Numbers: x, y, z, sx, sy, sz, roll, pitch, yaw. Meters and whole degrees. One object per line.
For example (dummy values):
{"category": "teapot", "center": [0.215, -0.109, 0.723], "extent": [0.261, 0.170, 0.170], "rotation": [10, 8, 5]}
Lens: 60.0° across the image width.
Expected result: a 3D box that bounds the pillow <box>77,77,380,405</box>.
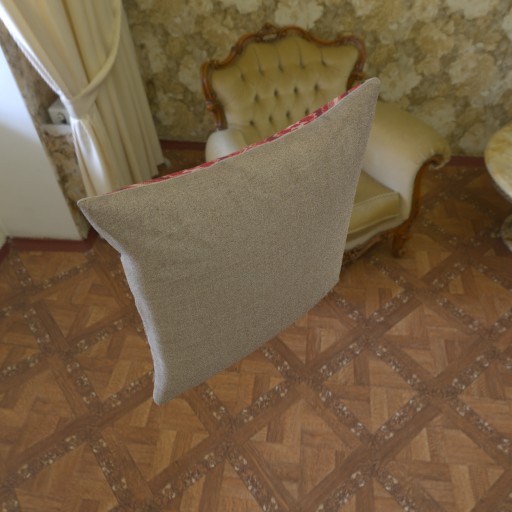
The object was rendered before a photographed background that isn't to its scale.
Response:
{"category": "pillow", "center": [0.000, 0.000, 0.790], "extent": [0.513, 0.511, 0.158], "rotation": [-31, 54, -26]}
